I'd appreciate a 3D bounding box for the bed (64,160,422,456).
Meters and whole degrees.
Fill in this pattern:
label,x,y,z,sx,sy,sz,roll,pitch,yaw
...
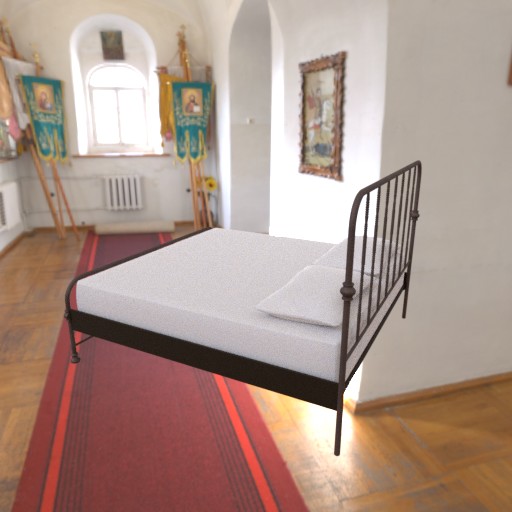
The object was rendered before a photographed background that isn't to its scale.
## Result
label,x,y,z,sx,sy,sz,roll,pitch,yaw
bed,0.000,0.000,3.522,2.134,1.446,2.044,9,20,27
